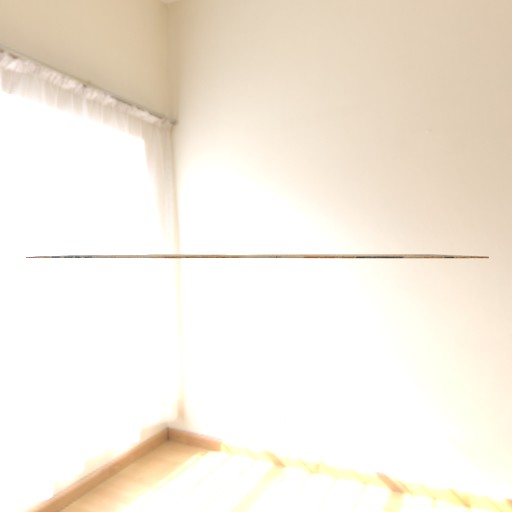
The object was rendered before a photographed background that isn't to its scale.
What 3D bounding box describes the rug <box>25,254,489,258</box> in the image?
[{"bbox_3d":[0.000,0.000,2.695,2.437,0.010,0.783,0,1,0],"label":"rug"}]
